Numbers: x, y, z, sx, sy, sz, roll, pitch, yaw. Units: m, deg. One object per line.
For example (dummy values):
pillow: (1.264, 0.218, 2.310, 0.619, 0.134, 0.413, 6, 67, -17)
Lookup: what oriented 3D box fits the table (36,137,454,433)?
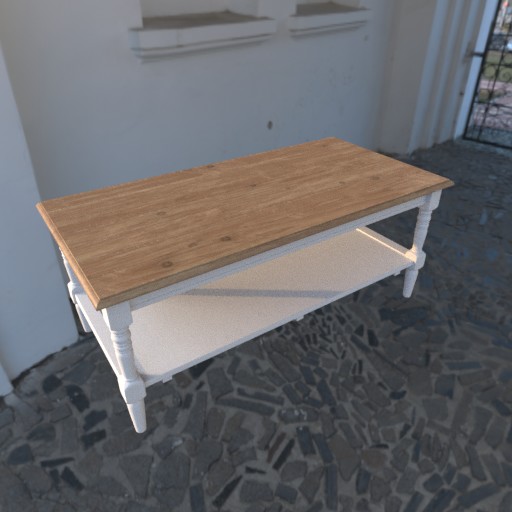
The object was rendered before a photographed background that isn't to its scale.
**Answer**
table: (0.000, 0.000, 1.430, 1.118, 0.458, 0.559, -20, 37, -28)
